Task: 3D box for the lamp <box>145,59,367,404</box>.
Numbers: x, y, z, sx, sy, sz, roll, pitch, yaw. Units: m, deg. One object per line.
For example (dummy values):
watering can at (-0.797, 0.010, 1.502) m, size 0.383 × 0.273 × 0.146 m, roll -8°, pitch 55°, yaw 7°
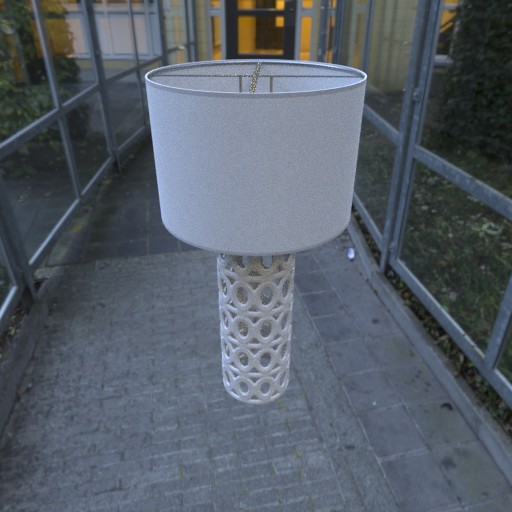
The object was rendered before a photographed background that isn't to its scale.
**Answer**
lamp at (0.000, 0.000, 0.825) m, size 0.325 × 0.636 × 0.324 m, roll 1°, pitch 30°, yaw 2°
